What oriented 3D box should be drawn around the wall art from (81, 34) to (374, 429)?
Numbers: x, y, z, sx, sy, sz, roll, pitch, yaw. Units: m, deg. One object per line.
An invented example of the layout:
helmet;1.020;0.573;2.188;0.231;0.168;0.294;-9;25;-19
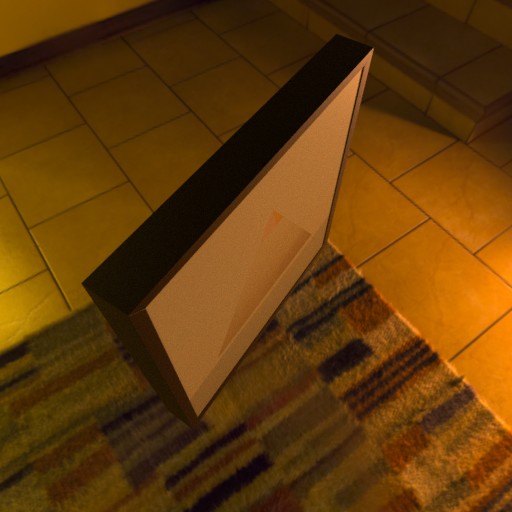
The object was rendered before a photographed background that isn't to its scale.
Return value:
wall art;0.000;0.000;0.445;0.037;0.303;0.304;30;62;18
